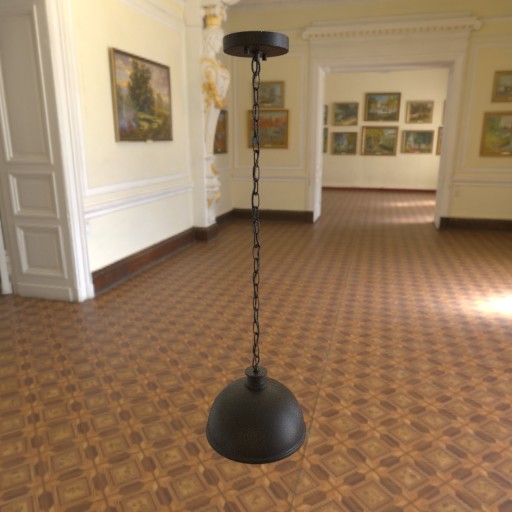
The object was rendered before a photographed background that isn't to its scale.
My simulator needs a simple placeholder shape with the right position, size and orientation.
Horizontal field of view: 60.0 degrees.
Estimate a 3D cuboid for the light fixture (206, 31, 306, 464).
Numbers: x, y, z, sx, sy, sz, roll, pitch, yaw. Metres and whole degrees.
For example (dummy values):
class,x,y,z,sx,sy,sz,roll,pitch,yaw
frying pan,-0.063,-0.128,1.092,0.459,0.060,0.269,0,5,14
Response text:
class,x,y,z,sx,sy,sz,roll,pitch,yaw
light fixture,0.000,0.000,1.212,0.304,1.090,0.304,8,16,27
